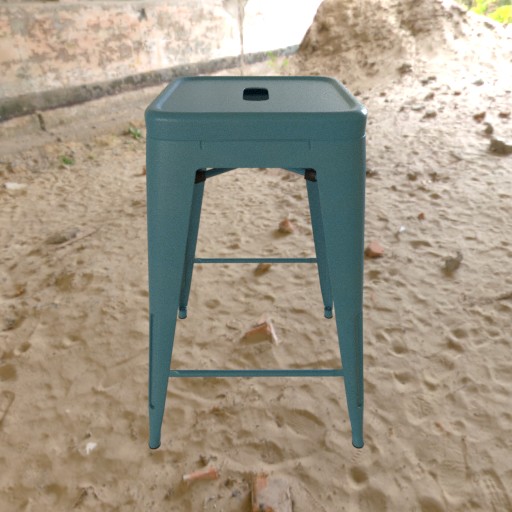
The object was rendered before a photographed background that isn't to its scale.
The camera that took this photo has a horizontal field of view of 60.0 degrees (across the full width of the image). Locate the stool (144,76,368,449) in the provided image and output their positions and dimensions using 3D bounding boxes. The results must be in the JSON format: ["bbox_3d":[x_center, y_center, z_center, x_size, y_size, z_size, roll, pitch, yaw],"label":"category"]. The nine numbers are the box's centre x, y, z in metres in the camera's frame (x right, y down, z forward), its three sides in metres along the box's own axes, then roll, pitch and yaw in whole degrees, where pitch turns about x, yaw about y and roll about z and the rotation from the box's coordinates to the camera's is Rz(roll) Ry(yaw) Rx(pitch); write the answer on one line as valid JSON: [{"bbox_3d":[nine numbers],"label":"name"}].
[{"bbox_3d":[0.000,0.000,0.856,0.410,0.608,0.410,0,31,0],"label":"stool"}]
